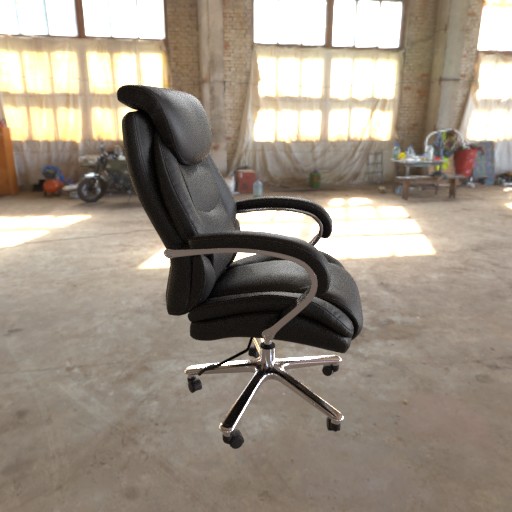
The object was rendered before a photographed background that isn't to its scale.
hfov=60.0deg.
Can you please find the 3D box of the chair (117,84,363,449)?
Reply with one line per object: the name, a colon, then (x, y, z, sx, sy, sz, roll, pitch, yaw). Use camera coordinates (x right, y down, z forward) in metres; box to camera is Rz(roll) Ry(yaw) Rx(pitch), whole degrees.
chair: (0.000, 0.000, 1.648, 0.790, 1.183, 0.755, 3, 17, 9)
